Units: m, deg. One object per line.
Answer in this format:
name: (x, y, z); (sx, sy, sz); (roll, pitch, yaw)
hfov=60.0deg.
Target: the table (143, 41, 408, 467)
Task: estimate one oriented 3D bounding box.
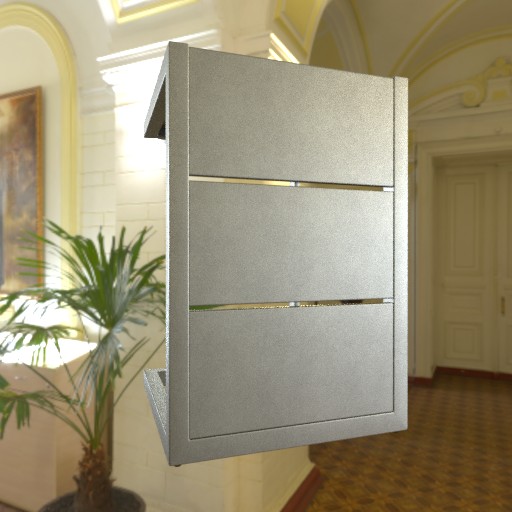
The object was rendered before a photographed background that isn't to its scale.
table: (0.000, 0.000, 0.889); (0.405, 0.609, 0.420); (0, 0, -19)
